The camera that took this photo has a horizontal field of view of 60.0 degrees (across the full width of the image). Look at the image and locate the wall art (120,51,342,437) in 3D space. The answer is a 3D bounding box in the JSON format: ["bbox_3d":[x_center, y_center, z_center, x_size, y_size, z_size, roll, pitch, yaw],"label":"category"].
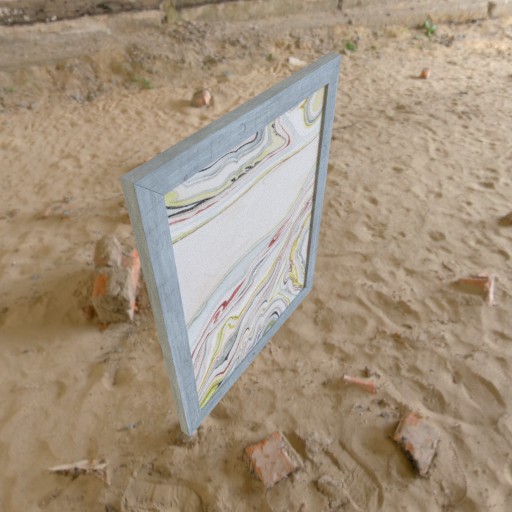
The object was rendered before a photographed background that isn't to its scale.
[{"bbox_3d":[0.000,0.000,0.810,0.022,0.582,0.479,25,48,25],"label":"wall art"}]
